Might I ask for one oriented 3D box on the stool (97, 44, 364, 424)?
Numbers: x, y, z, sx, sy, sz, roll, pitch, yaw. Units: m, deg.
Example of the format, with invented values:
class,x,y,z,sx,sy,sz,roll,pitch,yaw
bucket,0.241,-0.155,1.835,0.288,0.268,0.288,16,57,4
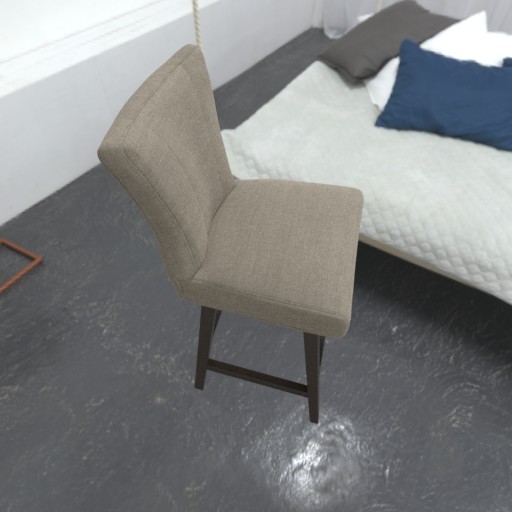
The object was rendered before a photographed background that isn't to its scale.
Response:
class,x,y,z,sx,sy,sz,roll,pitch,yaw
stool,0.000,0.000,1.316,0.574,1.000,0.514,10,48,9
